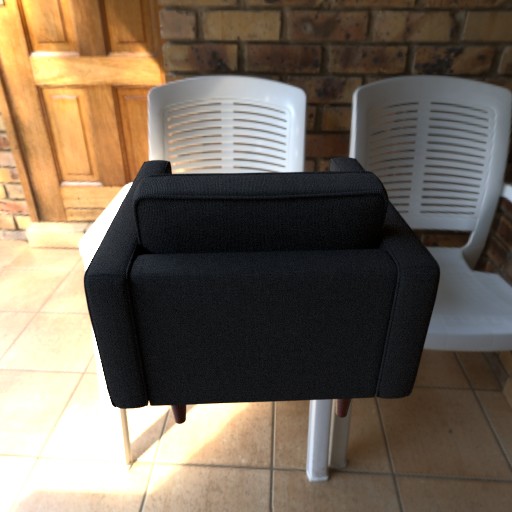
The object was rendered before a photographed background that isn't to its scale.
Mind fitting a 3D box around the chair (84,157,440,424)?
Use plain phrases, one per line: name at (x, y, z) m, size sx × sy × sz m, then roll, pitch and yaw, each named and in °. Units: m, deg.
chair at (0.000, 0.000, 1.561) m, size 0.899 × 0.770 × 0.919 m, roll -1°, pitch 30°, yaw -2°
